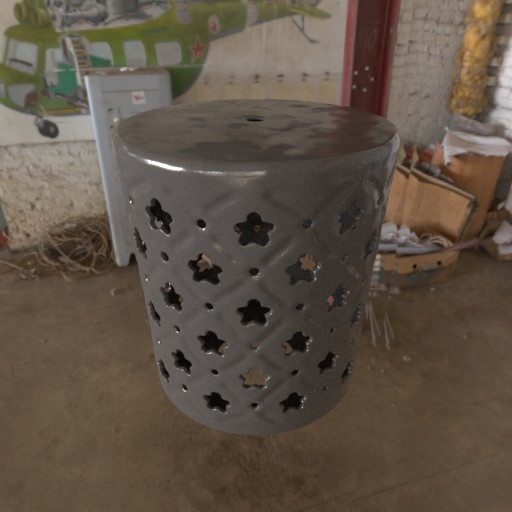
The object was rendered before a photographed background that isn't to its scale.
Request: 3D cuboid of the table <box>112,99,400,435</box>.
[{"bbox_3d":[0.000,0.000,0.643,0.352,0.387,0.352,0,29,0],"label":"table"}]
